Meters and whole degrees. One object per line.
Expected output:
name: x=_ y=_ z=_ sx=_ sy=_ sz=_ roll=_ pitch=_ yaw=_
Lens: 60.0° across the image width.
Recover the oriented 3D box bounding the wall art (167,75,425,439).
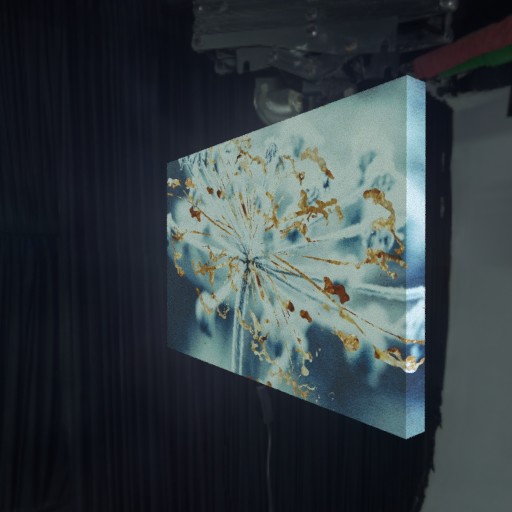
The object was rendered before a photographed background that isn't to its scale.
wall art: x=0.000 y=0.000 z=0.747 sx=0.036 sy=0.405 sz=0.607 roll=0 pitch=0 yaw=-37
